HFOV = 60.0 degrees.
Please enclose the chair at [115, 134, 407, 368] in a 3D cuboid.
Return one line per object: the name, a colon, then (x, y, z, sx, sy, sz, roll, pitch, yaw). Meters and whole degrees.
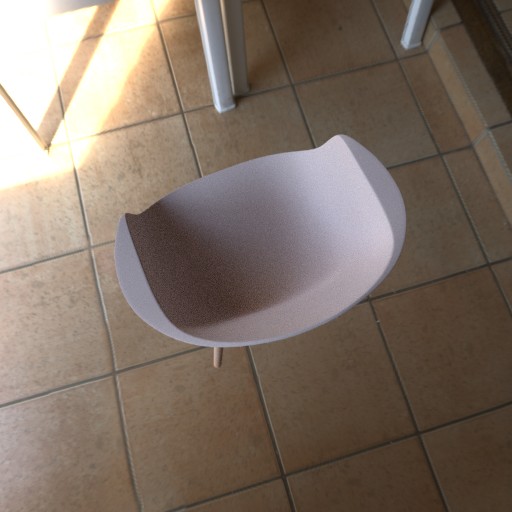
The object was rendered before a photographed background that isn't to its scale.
chair: (0.000, 0.000, 1.175, 0.593, 0.781, 0.504, -21, 76, -6)
